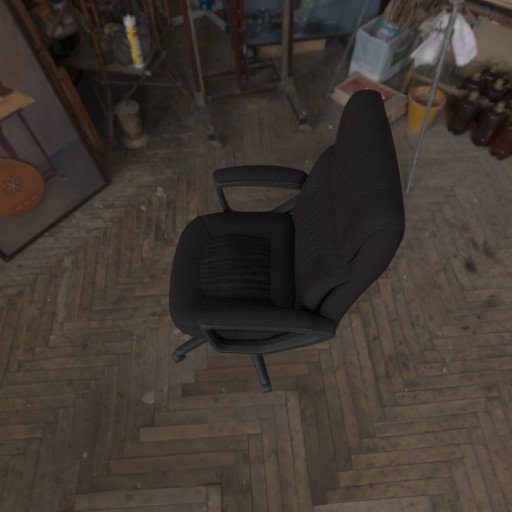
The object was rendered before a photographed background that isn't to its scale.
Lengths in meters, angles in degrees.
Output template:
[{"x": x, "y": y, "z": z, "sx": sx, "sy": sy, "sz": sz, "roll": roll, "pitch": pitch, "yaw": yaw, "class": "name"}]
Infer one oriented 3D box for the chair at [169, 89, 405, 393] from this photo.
[{"x": 0.000, "y": 0.000, "z": 1.567, "sx": 0.724, "sy": 1.105, "sz": 0.667, "roll": 2, "pitch": 57, "yaw": 1, "class": "chair"}]
